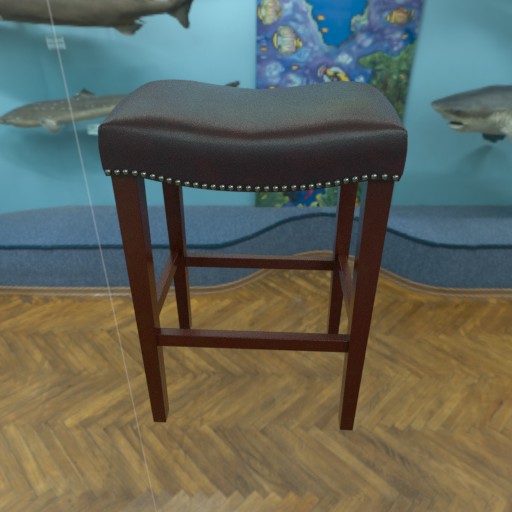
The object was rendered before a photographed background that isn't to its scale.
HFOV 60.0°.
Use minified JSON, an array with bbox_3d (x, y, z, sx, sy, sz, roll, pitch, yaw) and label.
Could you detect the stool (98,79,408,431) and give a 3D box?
[{"bbox_3d":[0.000,0.000,1.026,0.504,0.742,0.372,2,31,2],"label":"stool"}]
